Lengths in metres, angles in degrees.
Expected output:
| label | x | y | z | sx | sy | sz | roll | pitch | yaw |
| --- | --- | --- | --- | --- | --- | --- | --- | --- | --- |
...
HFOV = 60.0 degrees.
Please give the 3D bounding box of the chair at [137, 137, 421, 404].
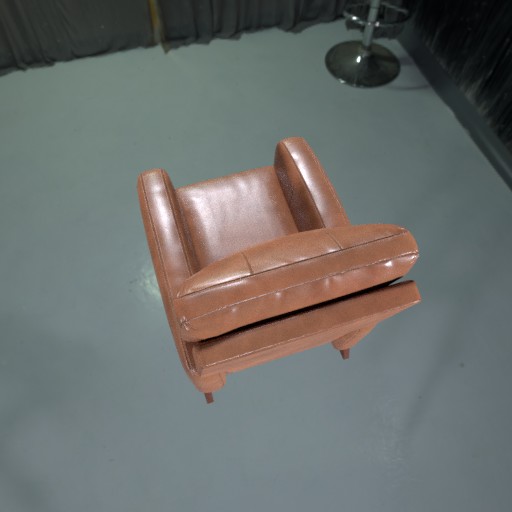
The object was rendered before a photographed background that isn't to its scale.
| label | x | y | z | sx | sy | sz | roll | pitch | yaw |
| --- | --- | --- | --- | --- | --- | --- | --- | --- | --- |
| chair | 0.000 | 0.000 | 1.683 | 0.762 | 0.990 | 0.990 | -15 | 60 | -9 |
